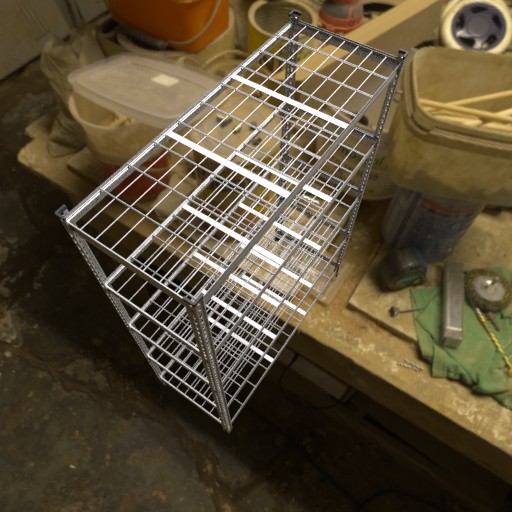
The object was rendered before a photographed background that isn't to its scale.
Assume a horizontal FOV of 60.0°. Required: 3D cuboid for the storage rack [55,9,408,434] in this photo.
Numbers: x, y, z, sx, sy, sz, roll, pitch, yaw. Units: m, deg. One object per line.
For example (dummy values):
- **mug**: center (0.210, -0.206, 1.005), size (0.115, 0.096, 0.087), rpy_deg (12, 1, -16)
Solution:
- **storage rack**: center (0.000, 0.000, 2.574), size (0.610, 1.981, 1.524), rpy_deg (30, 63, 18)
